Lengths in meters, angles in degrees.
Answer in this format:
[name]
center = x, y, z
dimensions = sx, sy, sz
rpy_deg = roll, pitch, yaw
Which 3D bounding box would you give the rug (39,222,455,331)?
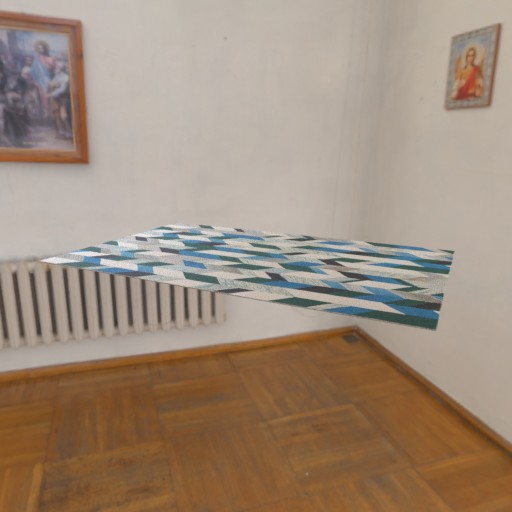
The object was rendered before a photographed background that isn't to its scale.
[rug]
center = 0.000, 0.000, 3.028
dimensions = 2.433, 0.007, 1.507
rpy_deg = 7, 17, 25
